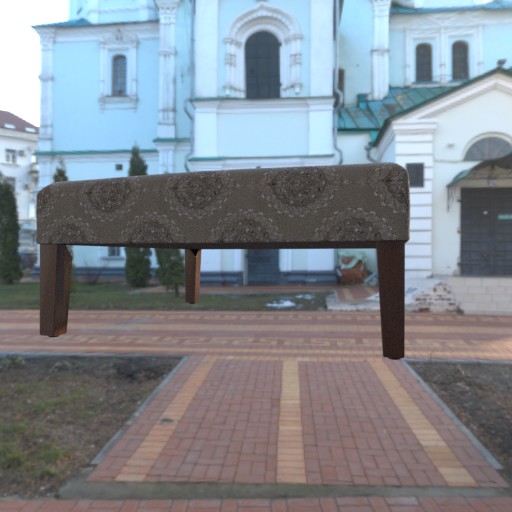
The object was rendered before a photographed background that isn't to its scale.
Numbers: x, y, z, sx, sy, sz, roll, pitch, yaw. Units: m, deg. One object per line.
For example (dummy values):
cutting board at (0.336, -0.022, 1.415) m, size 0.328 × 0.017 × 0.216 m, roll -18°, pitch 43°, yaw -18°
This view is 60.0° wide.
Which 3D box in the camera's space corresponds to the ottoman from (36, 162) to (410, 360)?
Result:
ottoman at (0.000, 0.000, 1.400) m, size 0.890 × 0.411 × 0.889 m, roll 0°, pitch 0°, yaw 17°
